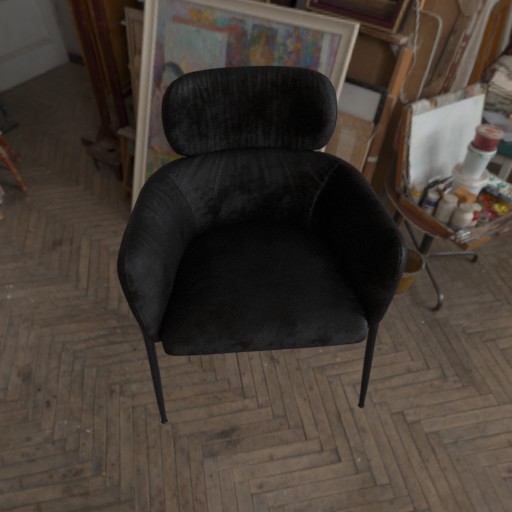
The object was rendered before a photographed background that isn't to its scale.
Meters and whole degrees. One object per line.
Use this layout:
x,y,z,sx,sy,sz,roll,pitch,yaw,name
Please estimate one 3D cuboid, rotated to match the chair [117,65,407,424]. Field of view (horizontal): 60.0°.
0.000,0.000,1.241,0.640,0.818,0.604,-3,47,-3,chair
